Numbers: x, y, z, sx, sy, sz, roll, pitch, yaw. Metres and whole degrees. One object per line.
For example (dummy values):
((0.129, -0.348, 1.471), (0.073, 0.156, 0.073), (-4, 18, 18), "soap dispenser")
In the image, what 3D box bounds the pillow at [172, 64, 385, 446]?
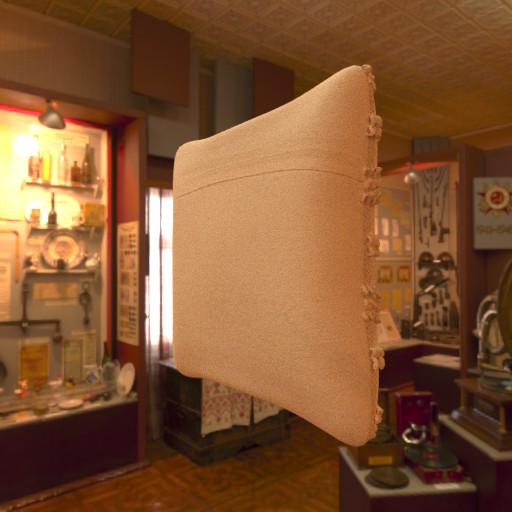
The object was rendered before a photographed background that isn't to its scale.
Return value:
((0.000, 0.000, 0.655), (0.145, 0.427, 0.437), (1, -2, -38), "pillow")
